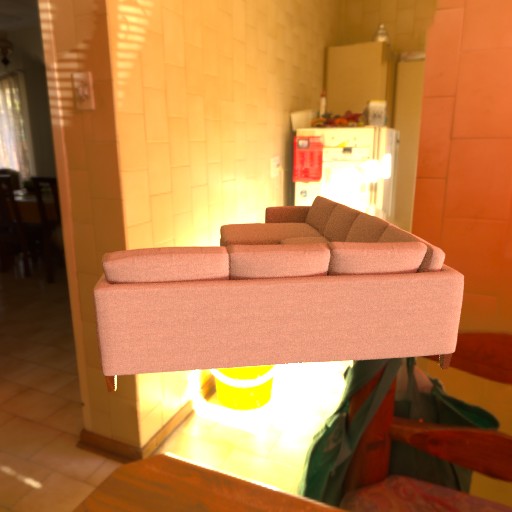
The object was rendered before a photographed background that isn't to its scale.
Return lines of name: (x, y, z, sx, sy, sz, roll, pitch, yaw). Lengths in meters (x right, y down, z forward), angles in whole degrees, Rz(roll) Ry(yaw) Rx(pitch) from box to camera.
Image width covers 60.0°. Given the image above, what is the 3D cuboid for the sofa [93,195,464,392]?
sofa: (0.000, 0.000, 4.682, 2.594, 0.961, 3.460, -2, 15, -7)
